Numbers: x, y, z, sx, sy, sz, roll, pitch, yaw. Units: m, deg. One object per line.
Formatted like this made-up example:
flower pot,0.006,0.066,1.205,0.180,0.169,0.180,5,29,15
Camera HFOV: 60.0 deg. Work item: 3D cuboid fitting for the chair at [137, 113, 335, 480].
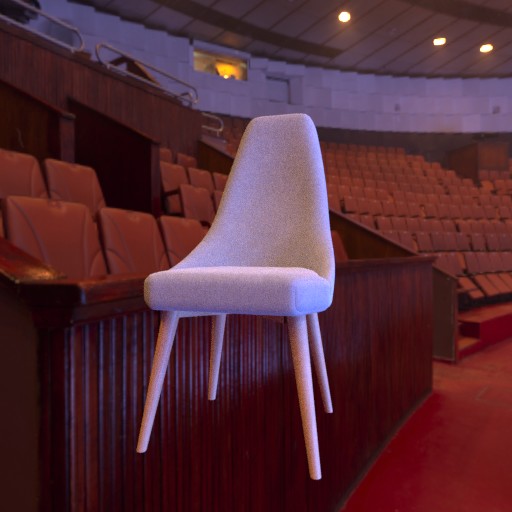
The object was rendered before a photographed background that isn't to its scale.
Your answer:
chair,0.000,0.000,1.374,0.510,1.040,0.660,0,1,17
